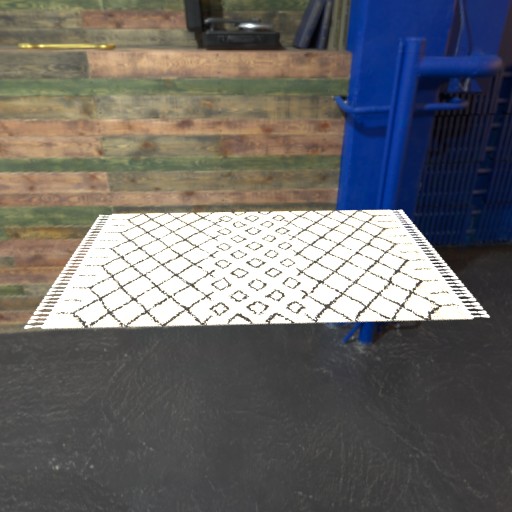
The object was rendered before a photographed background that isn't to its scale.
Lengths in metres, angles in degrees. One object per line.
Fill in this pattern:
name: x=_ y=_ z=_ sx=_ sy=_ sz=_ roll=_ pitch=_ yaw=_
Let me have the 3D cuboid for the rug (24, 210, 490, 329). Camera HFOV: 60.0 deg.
rug: x=0.000 y=0.000 z=2.421 sx=2.006 sy=0.008 sz=1.196 roll=-1 pitch=29 yaw=-2
